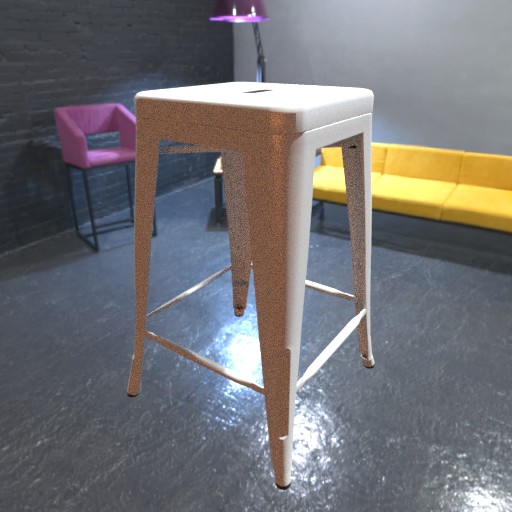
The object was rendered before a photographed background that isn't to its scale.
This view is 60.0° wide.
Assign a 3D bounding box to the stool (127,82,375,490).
[{"bbox_3d":[0.000,0.000,0.867,0.406,0.610,0.406,17,30,31],"label":"stool"}]
